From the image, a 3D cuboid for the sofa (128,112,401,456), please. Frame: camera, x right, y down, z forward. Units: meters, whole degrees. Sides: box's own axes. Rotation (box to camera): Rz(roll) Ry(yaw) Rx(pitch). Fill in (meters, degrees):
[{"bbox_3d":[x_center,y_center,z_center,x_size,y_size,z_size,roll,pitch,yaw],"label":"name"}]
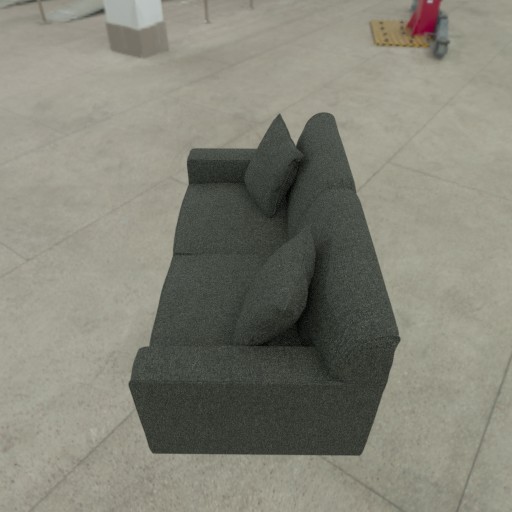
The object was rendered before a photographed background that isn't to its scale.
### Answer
[{"bbox_3d":[0.000,0.000,2.413,0.998,0.958,1.846,0,41,0],"label":"sofa"}]
